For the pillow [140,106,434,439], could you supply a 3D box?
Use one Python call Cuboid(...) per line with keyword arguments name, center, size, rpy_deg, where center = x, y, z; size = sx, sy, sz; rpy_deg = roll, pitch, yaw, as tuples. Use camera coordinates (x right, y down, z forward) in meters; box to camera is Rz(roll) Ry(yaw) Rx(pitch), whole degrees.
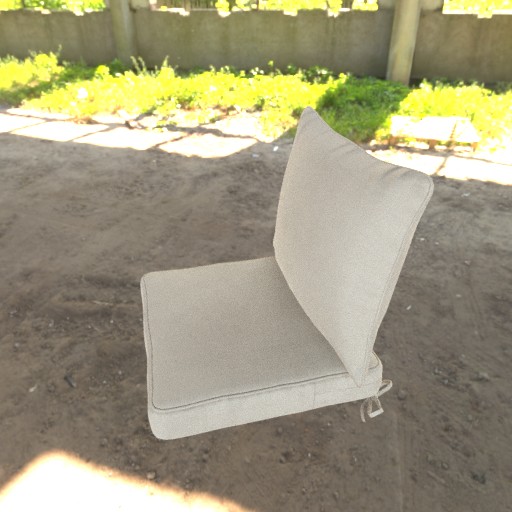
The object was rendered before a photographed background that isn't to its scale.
Cuboid(name="pillow", center=(0.000, 0.000, 1.348), size=(0.733, 0.716, 0.798), rpy_deg=(-7, 31, -12))
